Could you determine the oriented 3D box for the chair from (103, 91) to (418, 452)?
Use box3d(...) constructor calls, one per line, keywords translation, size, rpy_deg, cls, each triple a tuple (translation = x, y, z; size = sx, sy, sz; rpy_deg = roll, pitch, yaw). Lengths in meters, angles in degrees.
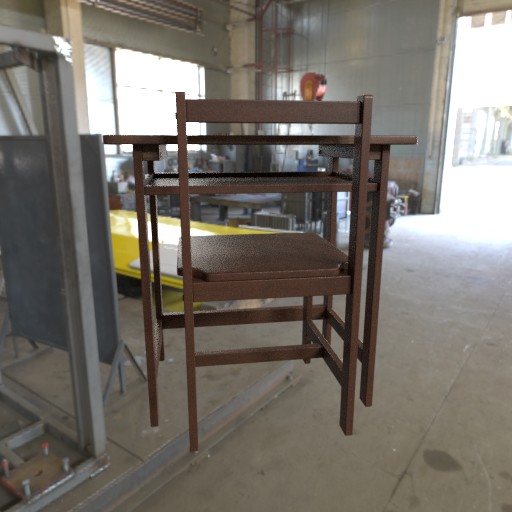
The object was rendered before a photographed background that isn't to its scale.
box3d(translation=(0.000, 0.000, 1.039), size=(0.599, 0.673, 0.463), rpy_deg=(-2, 14, -9), cls="chair")
